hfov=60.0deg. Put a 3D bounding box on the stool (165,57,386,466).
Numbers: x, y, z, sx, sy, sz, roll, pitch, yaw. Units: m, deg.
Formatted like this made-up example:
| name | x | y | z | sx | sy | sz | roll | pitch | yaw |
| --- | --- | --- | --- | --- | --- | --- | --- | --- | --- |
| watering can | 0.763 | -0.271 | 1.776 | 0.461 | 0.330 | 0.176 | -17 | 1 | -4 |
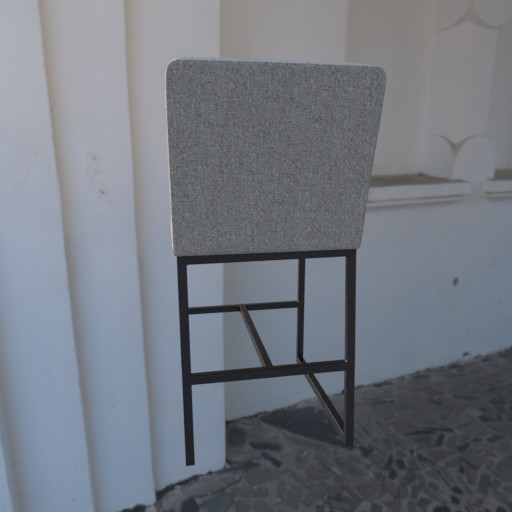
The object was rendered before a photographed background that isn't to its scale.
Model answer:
| name | x | y | z | sx | sy | sz | roll | pitch | yaw |
| --- | --- | --- | --- | --- | --- | --- | --- | --- | --- |
| stool | 0.000 | 0.000 | 1.244 | 0.460 | 0.940 | 0.560 | -3 | 14 | -10 |
